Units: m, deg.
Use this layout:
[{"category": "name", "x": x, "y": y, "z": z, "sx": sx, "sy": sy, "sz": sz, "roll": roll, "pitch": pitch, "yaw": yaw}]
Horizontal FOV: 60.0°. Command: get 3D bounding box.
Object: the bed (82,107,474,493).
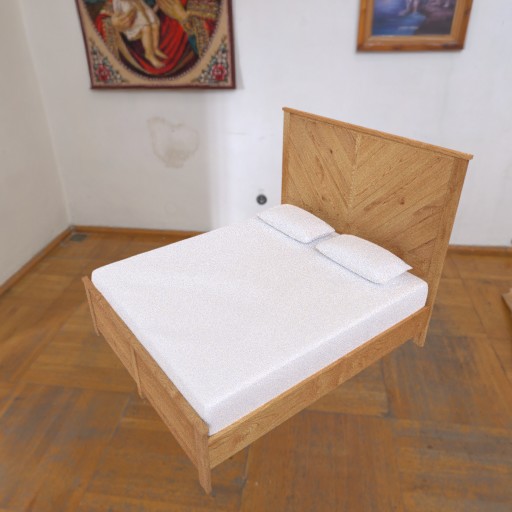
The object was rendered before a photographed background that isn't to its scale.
[{"category": "bed", "x": 0.000, "y": 0.000, "z": 4.011, "sx": 2.530, "sy": 1.938, "sz": 2.225, "roll": -21, "pitch": 36, "yaw": -32}]
